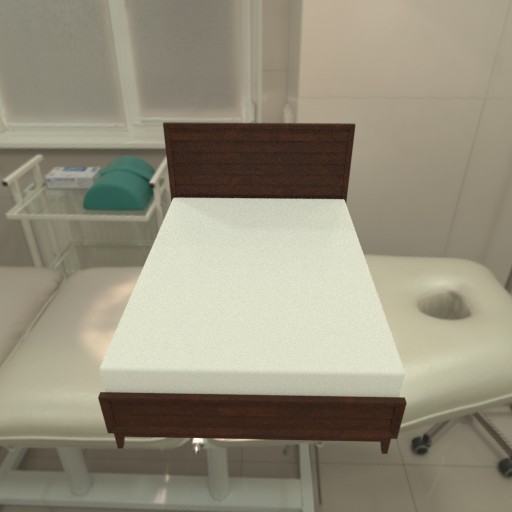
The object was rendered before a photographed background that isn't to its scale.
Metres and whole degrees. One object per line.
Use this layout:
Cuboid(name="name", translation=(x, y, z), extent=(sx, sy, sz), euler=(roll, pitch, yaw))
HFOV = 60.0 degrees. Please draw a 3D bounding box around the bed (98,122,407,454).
Cuboid(name="bed", translation=(0.000, 0.000, 3.118), extent=(1.600, 1.270, 2.184), euler=(1, 32, 1))
